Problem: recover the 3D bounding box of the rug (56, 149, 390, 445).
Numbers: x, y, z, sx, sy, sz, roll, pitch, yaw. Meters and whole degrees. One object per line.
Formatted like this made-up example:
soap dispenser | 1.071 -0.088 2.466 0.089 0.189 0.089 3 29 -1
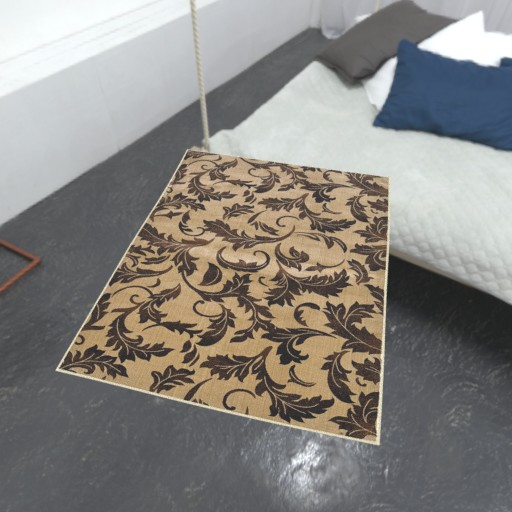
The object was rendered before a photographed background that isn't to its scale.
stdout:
rug | 0.000 0.000 4.082 2.380 0.008 2.977 10 48 9
